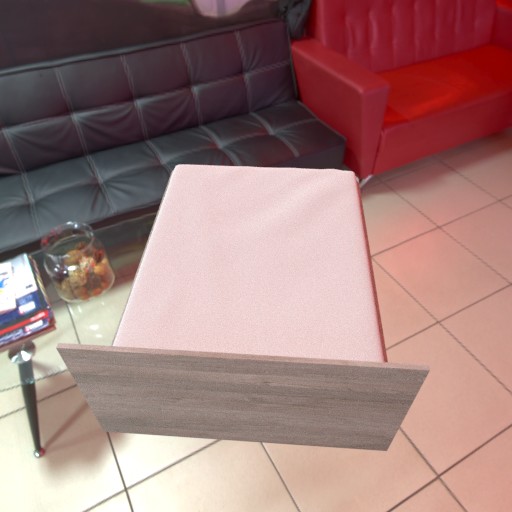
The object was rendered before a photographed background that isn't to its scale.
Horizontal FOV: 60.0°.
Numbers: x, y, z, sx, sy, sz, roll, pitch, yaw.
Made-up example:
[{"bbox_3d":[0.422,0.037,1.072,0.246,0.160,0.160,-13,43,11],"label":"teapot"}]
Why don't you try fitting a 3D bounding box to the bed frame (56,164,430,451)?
[{"bbox_3d":[0.000,0.000,2.728,1.490,0.800,1.950,3,45,3],"label":"bed frame"}]
